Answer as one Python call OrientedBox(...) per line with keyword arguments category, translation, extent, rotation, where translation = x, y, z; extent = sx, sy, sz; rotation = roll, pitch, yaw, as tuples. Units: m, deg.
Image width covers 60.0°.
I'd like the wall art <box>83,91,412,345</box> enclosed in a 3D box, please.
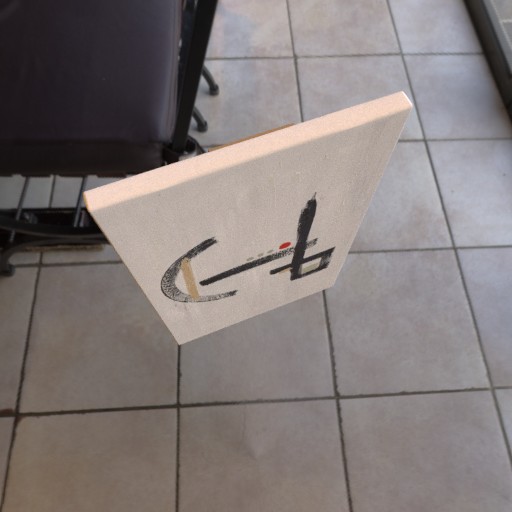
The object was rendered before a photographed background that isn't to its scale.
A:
OrientedBox(category="wall art", translation=(0.000, 0.000, 1.184), extent=(0.602, 0.916, 0.048), rotation=(-20, 67, -9))
